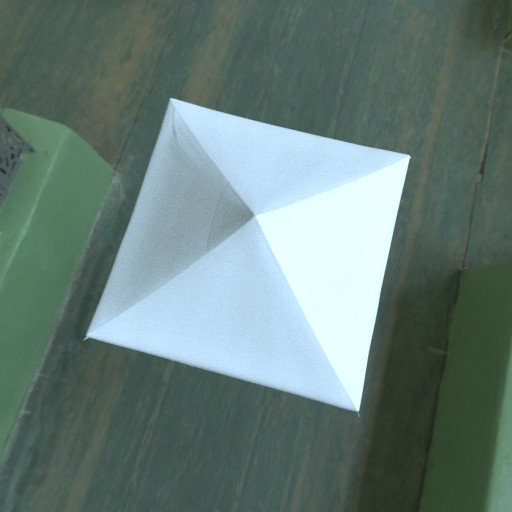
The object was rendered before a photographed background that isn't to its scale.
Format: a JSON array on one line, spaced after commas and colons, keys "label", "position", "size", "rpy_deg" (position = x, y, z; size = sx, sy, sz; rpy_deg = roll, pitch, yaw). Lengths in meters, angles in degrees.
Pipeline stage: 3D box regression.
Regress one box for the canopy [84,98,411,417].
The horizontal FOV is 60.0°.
[{"label": "canopy", "position": [0.000, 0.000, 5.506], "size": [2.996, 2.998, 2.994], "rpy_deg": [15, 76, 4]}]
